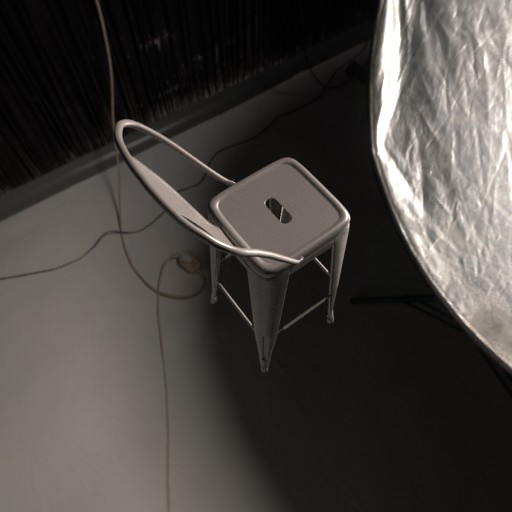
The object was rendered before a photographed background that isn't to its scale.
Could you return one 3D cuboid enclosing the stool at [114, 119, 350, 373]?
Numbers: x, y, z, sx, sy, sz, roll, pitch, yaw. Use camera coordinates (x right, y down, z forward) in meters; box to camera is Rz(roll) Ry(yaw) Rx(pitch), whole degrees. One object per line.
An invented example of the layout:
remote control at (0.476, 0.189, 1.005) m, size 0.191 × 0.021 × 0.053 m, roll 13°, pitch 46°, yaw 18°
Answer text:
stool at (0.000, 0.000, 1.323) m, size 0.513 × 1.096 × 0.399 m, roll -33°, pitch 66°, yaw -17°
